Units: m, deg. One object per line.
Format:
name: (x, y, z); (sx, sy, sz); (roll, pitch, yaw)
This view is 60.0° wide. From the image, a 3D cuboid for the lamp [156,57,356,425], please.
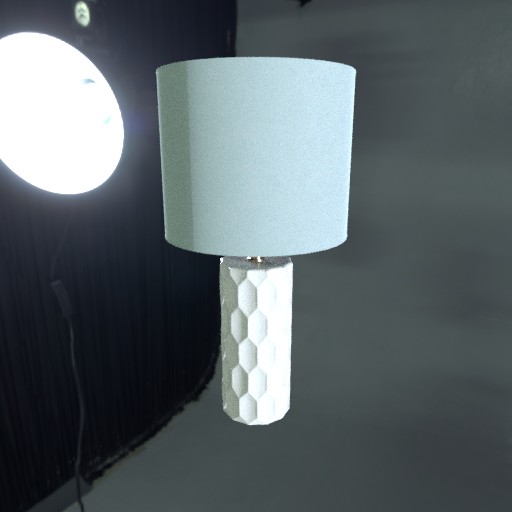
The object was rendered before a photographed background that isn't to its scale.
lamp: (0.000, 0.000, 0.696); (0.277, 0.534, 0.277); (8, 17, 26)
